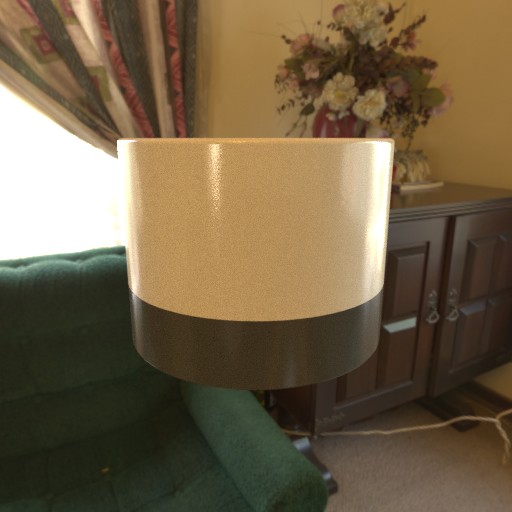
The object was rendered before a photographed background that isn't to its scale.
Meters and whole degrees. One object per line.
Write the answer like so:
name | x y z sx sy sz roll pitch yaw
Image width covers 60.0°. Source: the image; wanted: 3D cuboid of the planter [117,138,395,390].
planter | 0.000 0.000 0.345 0.193 0.177 0.193 0 15 0
